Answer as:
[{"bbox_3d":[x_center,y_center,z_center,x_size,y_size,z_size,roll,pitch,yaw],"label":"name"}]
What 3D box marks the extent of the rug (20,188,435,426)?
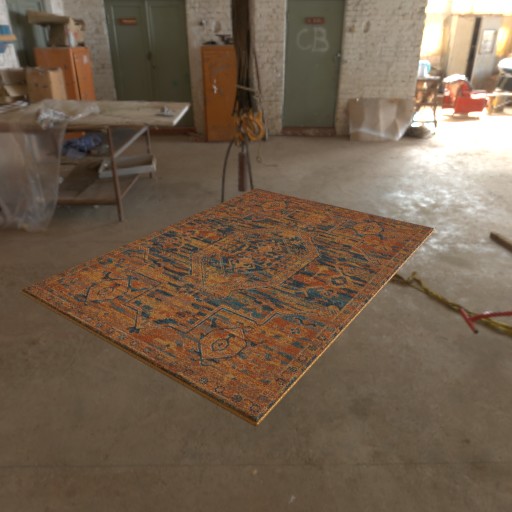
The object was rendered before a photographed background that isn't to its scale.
[{"bbox_3d":[0.000,0.000,2.797,1.588,0.024,2.204,18,32,32],"label":"rug"}]
